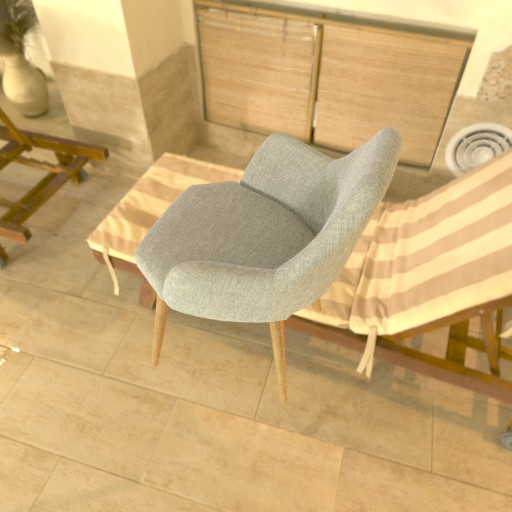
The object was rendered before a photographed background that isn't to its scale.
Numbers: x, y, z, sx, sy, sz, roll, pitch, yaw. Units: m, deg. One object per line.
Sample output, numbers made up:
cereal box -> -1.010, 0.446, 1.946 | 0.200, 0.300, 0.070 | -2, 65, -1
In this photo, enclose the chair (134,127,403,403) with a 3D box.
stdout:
chair -> 0.000, 0.000, 1.256 | 0.610, 0.840, 0.590 | 17, 49, 15
